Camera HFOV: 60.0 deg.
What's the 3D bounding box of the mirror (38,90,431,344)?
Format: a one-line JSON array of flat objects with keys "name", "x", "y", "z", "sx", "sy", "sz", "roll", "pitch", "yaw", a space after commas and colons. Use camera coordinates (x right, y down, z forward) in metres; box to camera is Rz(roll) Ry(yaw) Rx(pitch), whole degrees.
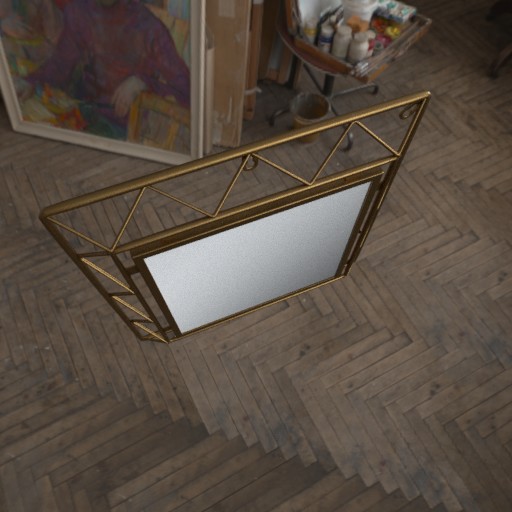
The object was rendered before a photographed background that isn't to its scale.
[{"name": "mirror", "x": 0.000, "y": 0.000, "z": 0.609, "sx": 0.416, "sy": 0.414, "sz": 0.046, "roll": -20, "pitch": 65, "yaw": -10}]
